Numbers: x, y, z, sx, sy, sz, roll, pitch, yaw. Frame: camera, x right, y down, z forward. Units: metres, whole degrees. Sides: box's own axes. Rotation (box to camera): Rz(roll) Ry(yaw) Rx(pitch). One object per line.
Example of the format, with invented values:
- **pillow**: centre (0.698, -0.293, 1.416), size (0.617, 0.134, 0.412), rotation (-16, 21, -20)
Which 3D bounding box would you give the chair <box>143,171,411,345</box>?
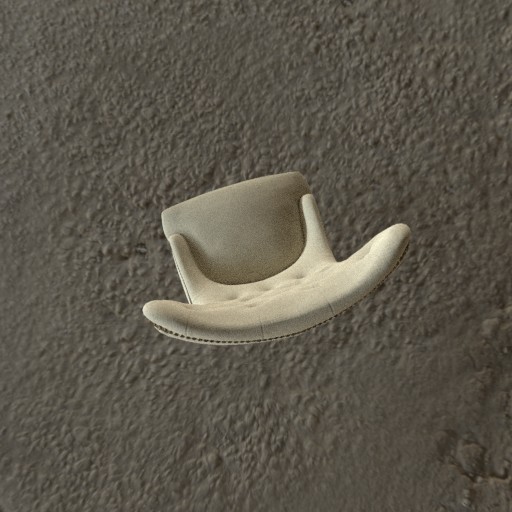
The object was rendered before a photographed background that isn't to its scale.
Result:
- **chair**: centre (0.000, 0.000, 1.438), size (0.584, 1.065, 0.590), rotation (-17, 77, -4)
